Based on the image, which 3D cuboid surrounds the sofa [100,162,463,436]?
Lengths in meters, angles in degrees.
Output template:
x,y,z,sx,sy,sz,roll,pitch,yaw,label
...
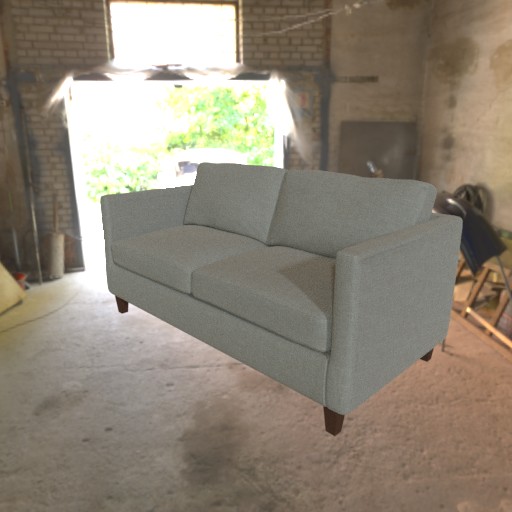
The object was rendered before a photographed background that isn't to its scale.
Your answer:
x,y,z,sx,sy,sz,roll,pitch,yaw,label
0.000,0.000,2.491,1.884,0.947,0.951,16,23,43,sofa
